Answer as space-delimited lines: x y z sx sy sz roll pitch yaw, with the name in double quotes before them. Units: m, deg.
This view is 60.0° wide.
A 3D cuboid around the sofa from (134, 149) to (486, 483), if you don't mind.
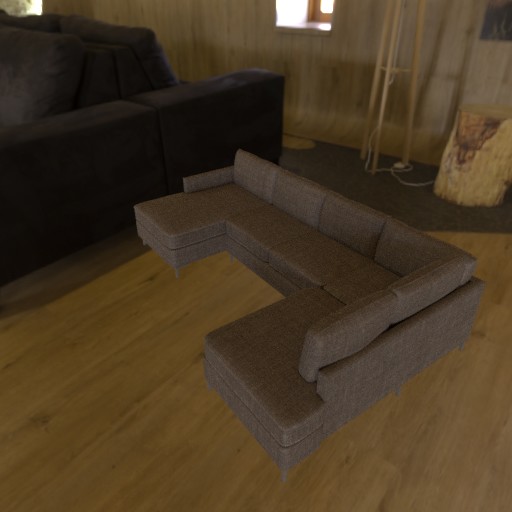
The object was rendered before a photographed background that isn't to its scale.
"sofa" 0.000 0.000 4.229 2.048 0.999 3.423 -21 37 -30
